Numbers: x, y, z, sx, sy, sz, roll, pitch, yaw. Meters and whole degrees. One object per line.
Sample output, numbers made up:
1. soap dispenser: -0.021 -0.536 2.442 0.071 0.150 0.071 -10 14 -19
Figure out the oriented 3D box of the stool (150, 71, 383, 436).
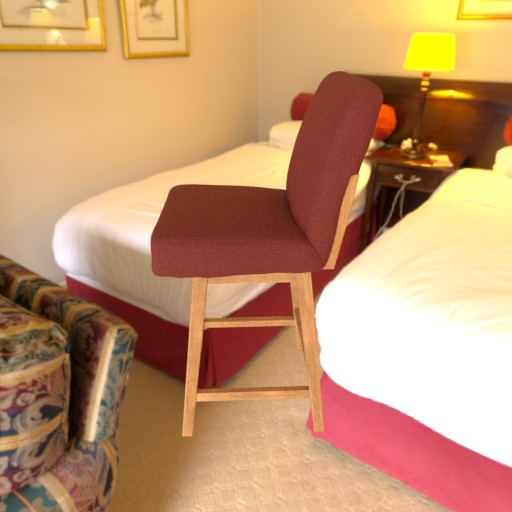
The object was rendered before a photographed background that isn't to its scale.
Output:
1. stool: 0.000 0.000 1.369 0.562 1.038 0.468 -1 27 -2
